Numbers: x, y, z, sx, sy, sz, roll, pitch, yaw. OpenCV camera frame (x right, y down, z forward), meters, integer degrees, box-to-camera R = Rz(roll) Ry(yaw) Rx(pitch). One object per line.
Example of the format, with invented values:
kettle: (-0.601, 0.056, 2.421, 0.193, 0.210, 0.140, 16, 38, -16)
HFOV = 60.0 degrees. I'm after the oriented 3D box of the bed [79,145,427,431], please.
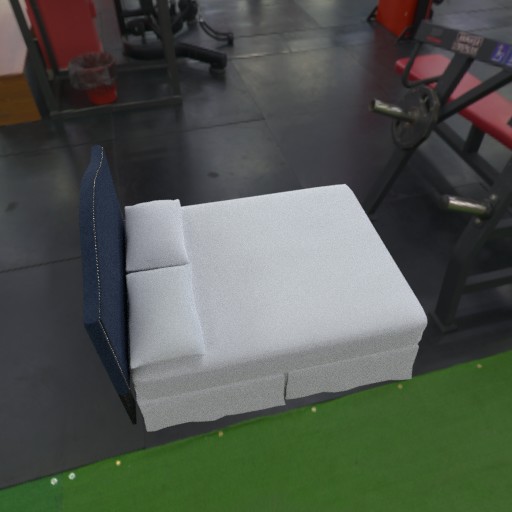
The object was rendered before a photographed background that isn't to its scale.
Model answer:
bed: (0.000, 0.000, 3.300, 2.153, 1.518, 1.725, -9, 47, -9)
